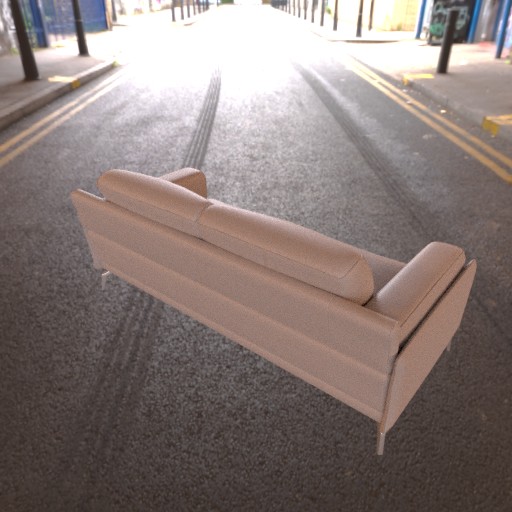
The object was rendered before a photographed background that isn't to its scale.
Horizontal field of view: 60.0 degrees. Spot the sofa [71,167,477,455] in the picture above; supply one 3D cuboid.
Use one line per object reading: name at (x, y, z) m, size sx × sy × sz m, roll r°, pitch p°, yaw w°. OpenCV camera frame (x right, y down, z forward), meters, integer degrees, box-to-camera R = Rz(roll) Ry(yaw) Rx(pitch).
sofa at (0.000, 0.000, 2.508) m, size 2.101 × 0.930 × 1.049 m, roll 22°, pitch 37°, yaw 32°
